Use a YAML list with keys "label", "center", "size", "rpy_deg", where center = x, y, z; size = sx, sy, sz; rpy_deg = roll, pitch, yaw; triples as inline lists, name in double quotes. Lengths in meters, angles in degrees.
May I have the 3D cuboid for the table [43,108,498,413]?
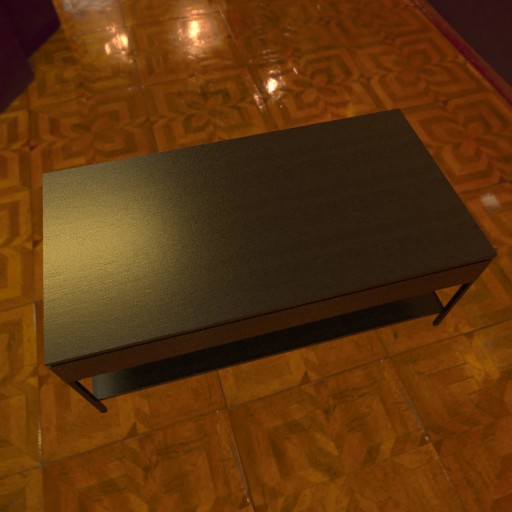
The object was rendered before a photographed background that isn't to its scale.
- label: "table"
  center: [0.000, 0.000, 1.360]
  size: [1.095, 0.435, 0.574]
  rpy_deg: [-13, 58, -8]
